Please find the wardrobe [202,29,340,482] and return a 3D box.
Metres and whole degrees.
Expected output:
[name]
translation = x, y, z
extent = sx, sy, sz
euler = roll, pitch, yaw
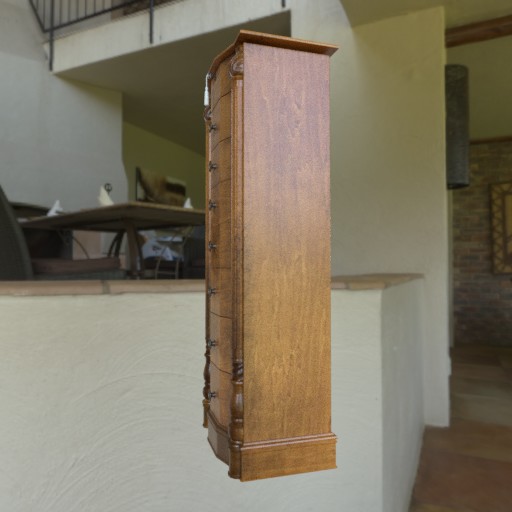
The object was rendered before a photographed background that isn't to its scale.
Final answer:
[wardrobe]
translation = 0.000, 0.000, 1.151
extent = 0.273, 0.959, 0.406
euler = 0, -2, -17
